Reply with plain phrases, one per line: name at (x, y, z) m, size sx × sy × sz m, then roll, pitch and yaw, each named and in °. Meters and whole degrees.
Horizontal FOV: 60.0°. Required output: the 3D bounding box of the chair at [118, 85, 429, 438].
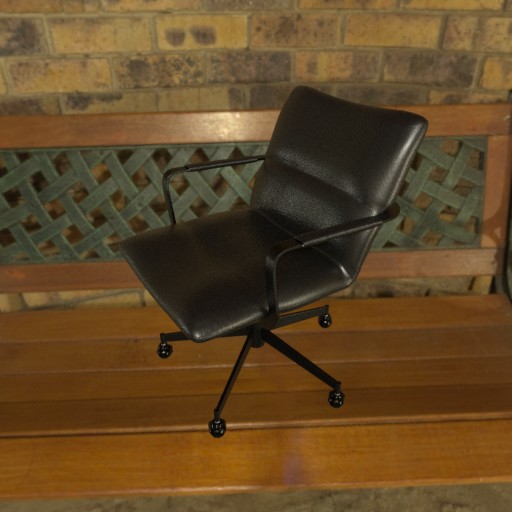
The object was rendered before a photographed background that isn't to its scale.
chair at (0.000, 0.000, 1.445) m, size 0.748 × 0.922 × 0.719 m, roll -19°, pitch 36°, yaw -28°
